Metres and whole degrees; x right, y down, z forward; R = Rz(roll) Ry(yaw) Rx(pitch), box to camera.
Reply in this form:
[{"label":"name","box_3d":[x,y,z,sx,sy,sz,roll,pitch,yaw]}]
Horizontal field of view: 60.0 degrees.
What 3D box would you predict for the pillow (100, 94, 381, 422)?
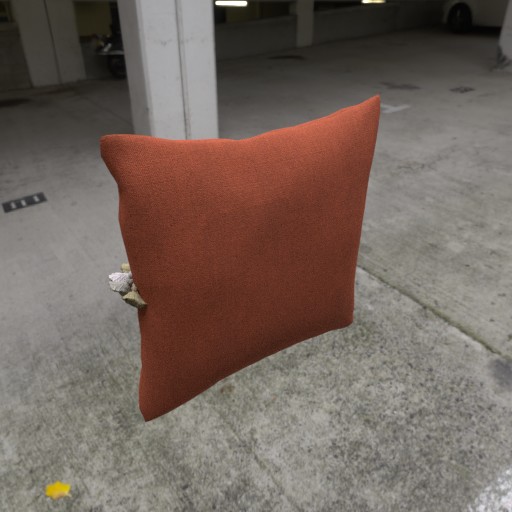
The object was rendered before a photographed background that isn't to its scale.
[{"label":"pillow","box_3d":[0.000,0.000,0.752,0.490,0.482,0.165,-18,35,-28]}]
